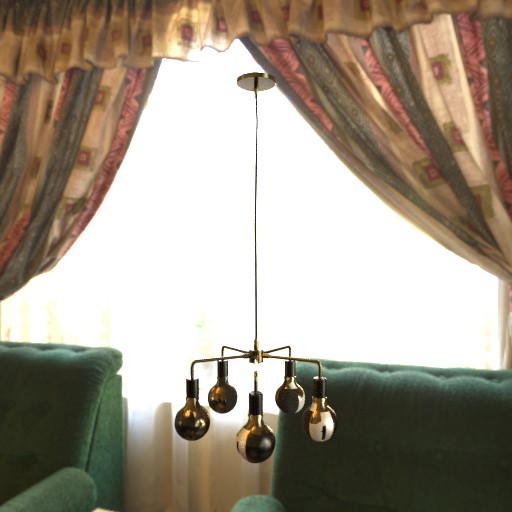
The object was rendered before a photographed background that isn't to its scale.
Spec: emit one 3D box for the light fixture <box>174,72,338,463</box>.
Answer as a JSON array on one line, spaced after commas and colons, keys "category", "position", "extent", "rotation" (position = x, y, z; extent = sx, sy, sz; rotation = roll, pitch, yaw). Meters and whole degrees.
[{"category": "light fixture", "position": [0.000, 0.000, 1.228], "extent": [0.438, 0.988, 0.421], "rotation": [0, 0, 0]}]
